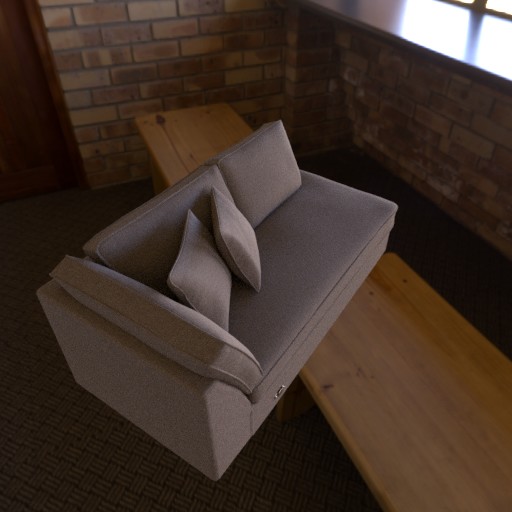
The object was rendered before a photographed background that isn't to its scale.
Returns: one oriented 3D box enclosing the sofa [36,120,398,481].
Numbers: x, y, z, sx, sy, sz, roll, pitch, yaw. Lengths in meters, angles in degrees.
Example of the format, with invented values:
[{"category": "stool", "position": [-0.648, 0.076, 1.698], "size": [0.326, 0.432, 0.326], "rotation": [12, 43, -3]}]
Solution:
[{"category": "sofa", "position": [0.000, 0.000, 2.810], "size": [1.110, 1.033, 2.237], "rotation": [24, 46, 25]}]
